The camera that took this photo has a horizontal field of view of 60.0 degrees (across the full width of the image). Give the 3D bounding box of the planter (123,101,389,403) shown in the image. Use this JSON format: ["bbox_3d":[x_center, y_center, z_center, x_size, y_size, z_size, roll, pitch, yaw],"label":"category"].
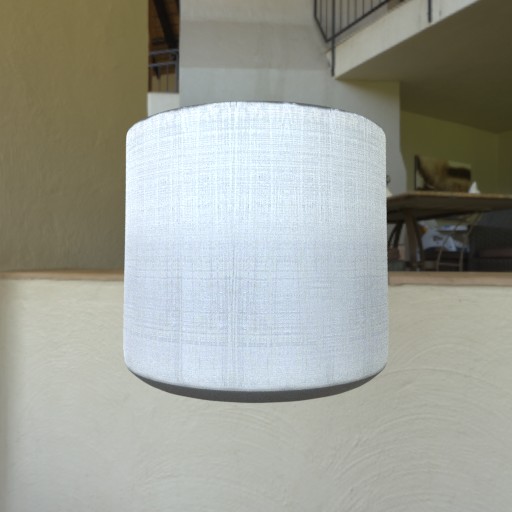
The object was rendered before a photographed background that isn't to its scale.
[{"bbox_3d":[0.000,0.000,0.394,0.226,0.201,0.226,0,0,0],"label":"planter"}]
